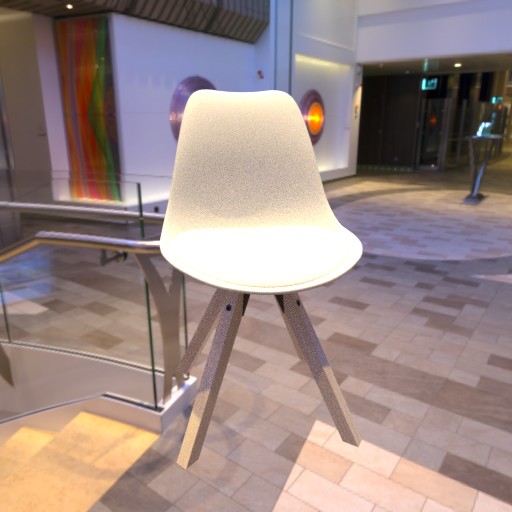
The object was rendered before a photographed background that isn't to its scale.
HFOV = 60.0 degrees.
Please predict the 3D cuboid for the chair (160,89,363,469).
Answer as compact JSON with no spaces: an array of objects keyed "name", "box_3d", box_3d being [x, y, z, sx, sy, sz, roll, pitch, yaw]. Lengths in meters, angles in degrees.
[{"name":"chair","box_3d":[0.000,0.000,1.164,0.485,0.850,0.550,-3,17,-10]}]
